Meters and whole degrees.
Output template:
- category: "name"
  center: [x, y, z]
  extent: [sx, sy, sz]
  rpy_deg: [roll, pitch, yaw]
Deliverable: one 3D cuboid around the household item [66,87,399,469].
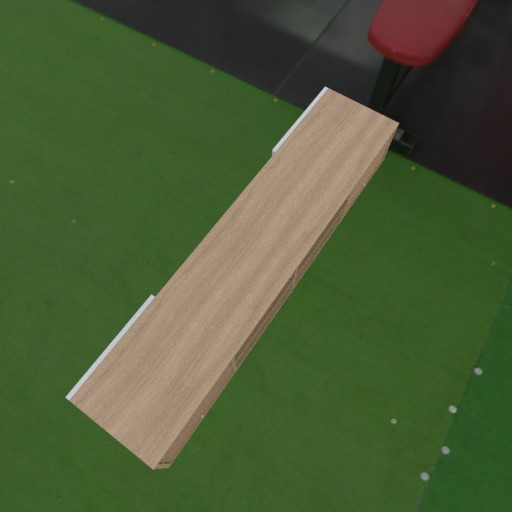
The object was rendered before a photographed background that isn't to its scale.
- category: "household item"
  center: [0.000, 0.000, 2.033]
  extent: [0.420, 0.310, 1.850]
  rpy_deg: [32, 69, 14]
